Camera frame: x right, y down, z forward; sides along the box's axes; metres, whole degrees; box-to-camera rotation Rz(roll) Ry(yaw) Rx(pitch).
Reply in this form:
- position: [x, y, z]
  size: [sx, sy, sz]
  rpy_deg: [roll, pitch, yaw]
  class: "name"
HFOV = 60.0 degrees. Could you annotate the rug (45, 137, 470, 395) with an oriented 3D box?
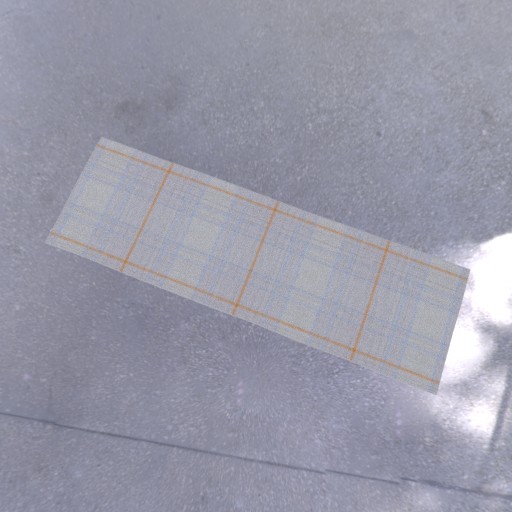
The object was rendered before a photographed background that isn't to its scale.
- position: [0.000, 0.000, 2.659]
  size: [2.442, 0.016, 0.770]
  rpy_deg: [21, 76, 5]
  class: "rug"
